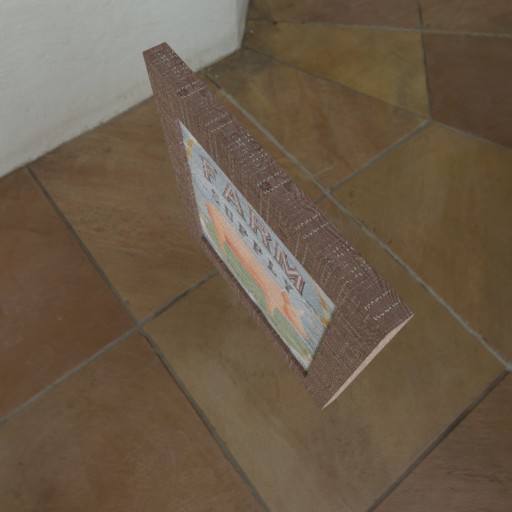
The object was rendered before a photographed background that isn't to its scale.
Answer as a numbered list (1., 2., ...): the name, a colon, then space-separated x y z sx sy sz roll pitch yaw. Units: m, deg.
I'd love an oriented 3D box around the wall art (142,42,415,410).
1. wall art: 0.000 0.000 0.802 0.040 0.531 0.531 -32 67 -15
